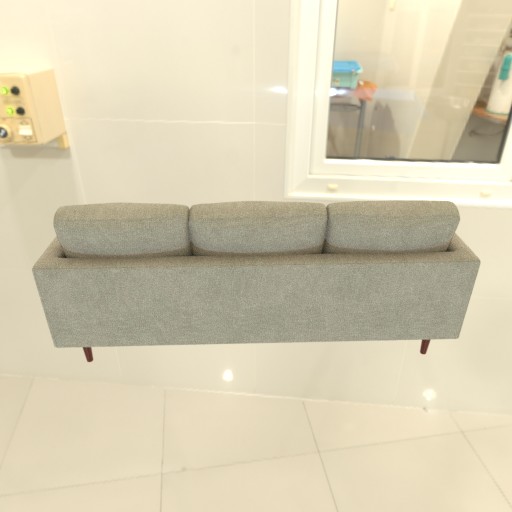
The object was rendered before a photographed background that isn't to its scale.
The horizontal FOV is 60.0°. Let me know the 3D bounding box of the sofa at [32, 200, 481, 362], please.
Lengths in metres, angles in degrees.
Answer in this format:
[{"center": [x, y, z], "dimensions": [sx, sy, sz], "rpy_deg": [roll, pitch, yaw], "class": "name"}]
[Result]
[{"center": [0.000, 0.000, 2.661], "dimensions": [2.246, 0.930, 0.903], "rpy_deg": [-1, 30, -2], "class": "sofa"}]
